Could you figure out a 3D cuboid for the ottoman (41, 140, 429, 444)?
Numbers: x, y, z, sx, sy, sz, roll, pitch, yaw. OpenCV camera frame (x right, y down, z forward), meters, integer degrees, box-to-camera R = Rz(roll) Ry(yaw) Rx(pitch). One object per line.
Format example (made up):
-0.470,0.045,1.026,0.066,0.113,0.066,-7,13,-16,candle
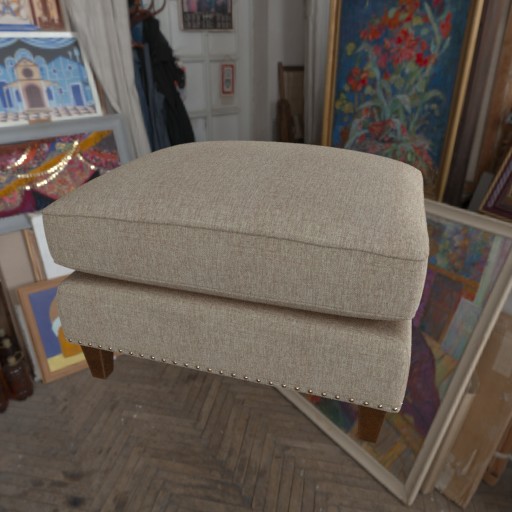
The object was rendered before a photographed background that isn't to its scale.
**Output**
0.000,0.000,1.096,0.741,0.513,0.584,8,27,16,ottoman
